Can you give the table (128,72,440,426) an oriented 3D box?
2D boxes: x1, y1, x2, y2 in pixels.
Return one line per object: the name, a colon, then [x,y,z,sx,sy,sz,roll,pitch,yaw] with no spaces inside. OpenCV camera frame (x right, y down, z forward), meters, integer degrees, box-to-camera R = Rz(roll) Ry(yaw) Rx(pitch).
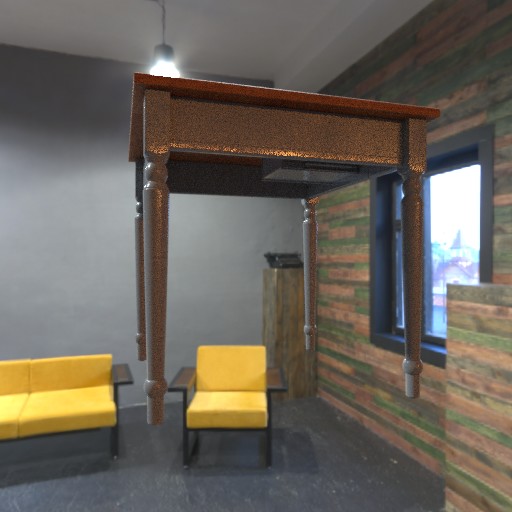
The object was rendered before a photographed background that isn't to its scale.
table: [0.000,0.000,1.364,0.747,0.738,0.747,0,-1,-17]
